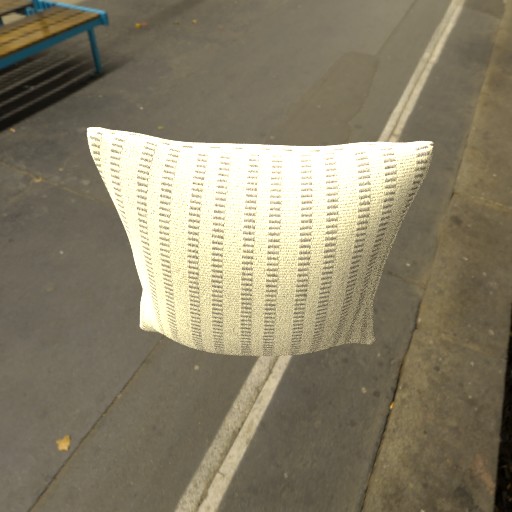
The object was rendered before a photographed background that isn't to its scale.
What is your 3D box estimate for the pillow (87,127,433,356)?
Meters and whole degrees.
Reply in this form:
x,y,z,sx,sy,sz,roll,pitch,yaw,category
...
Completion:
x,y,z,sx,sy,sz,roll,pitch,yaw,category
0.000,0.000,0.691,0.438,0.419,0.247,3,45,3,pillow
